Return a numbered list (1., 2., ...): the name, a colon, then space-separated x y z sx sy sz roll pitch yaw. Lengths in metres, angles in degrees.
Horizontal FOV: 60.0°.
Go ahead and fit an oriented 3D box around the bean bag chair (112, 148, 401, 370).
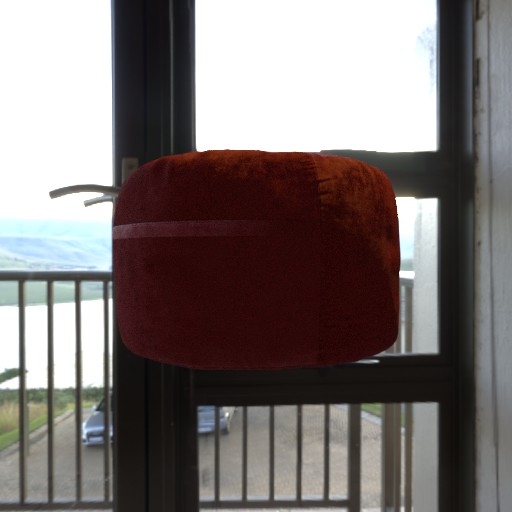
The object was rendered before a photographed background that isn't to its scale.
1. bean bag chair: 0.000 0.000 1.975 1.219 0.762 1.219 0 0 0
